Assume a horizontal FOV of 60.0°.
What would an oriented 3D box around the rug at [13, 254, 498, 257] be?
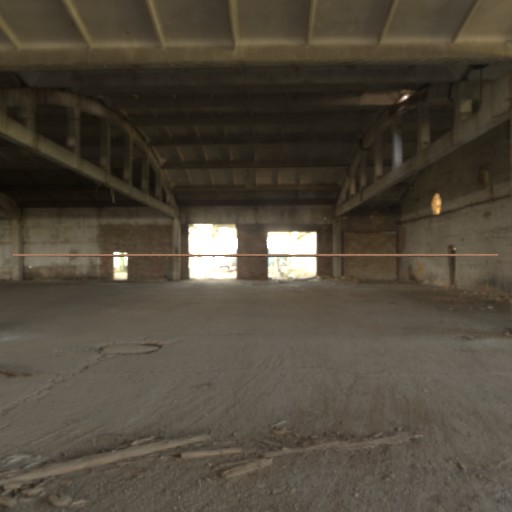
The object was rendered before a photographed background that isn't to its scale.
[{"bbox_3d":[0.000,0.000,2.275,1.829,0.008,1.219,0,0,1],"label":"rug"}]
